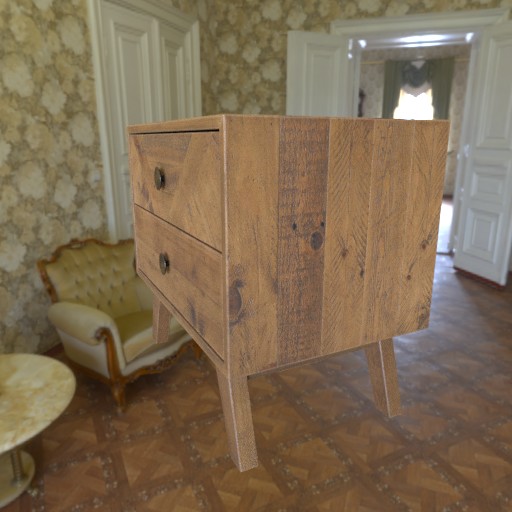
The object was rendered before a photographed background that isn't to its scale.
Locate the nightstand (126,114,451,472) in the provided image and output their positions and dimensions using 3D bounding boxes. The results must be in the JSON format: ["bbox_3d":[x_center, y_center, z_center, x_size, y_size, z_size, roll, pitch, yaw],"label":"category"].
[{"bbox_3d":[0.000,0.000,1.045,0.450,0.599,0.650,-7,17,-26],"label":"nightstand"}]
